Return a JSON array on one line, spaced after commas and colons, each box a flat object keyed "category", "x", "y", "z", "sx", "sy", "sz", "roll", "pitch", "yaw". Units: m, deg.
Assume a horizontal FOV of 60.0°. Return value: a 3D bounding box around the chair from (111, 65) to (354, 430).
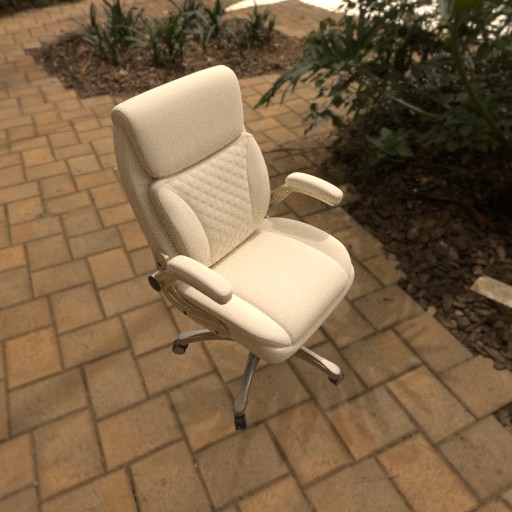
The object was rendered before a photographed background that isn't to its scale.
[{"category": "chair", "x": 0.000, "y": 0.000, "z": 1.633, "sx": 0.794, "sy": 1.110, "sz": 0.740, "roll": 24, "pitch": 47, "yaw": 25}]
